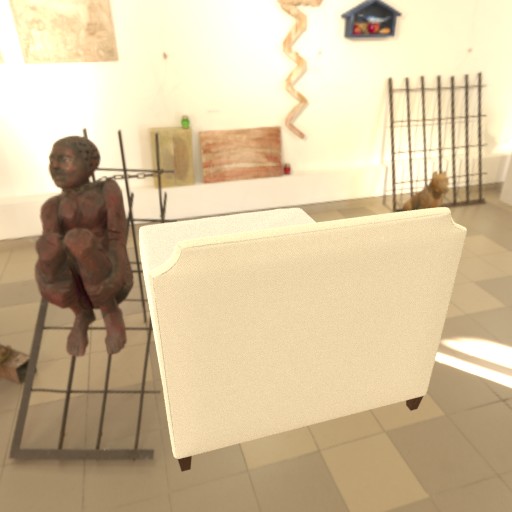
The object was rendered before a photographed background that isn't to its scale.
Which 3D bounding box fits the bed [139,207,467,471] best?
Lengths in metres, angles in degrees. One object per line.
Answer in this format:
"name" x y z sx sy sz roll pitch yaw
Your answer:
"bed" 0.000 0.000 3.442 1.712 1.497 2.372 -8 29 -15
